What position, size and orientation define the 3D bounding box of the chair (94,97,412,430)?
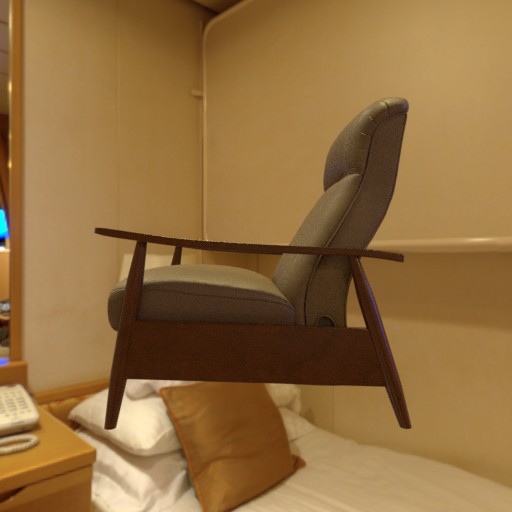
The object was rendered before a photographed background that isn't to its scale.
[{"bbox_3d":[0.000,0.000,1.751,1.014,1.082,0.762,0,0,0],"label":"chair"}]
